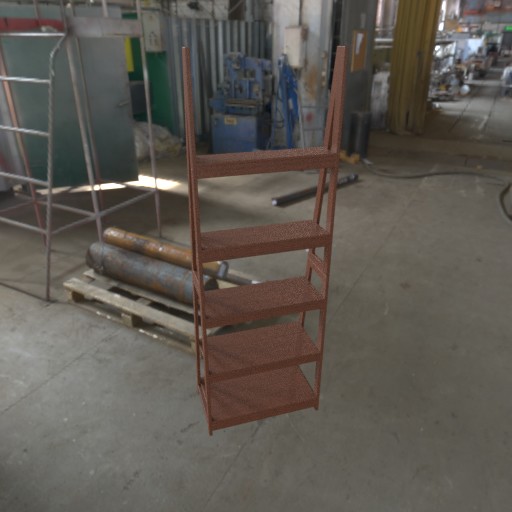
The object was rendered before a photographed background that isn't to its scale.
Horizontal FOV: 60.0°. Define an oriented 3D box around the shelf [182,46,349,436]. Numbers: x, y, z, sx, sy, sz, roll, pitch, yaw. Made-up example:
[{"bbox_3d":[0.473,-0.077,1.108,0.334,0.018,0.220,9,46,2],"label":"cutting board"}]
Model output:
[{"bbox_3d":[0.000,0.000,2.066,0.600,1.770,0.350,-8,27,-15],"label":"shelf"}]
